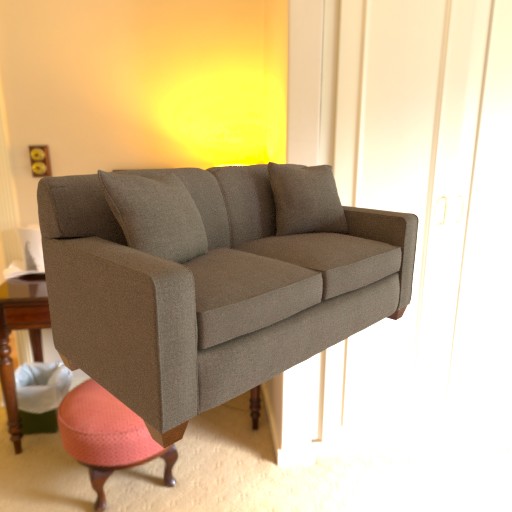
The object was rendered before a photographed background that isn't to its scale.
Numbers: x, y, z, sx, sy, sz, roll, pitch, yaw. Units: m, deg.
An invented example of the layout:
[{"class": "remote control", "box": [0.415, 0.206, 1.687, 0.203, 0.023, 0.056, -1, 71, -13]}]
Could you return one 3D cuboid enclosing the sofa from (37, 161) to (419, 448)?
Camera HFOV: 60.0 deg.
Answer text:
[{"class": "sofa", "box": [0.000, 0.000, 2.370, 1.846, 0.958, 1.000, -14, 20, -43]}]
